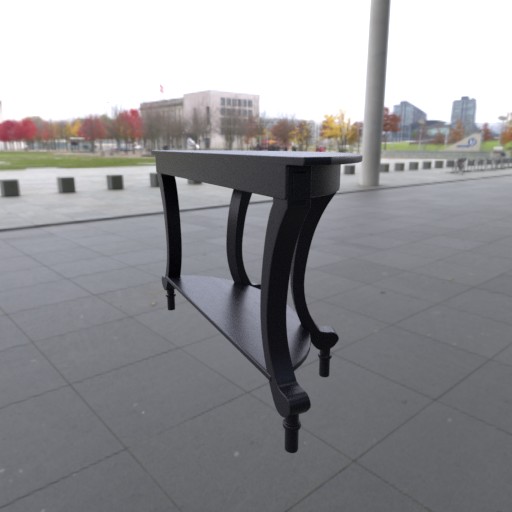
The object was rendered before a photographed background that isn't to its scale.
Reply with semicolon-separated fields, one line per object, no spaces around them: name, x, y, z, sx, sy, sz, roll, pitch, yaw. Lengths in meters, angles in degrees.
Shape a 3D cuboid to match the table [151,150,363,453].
table;0.000;0.000;1.515;0.394;0.692;1.198;-7;16;-25
